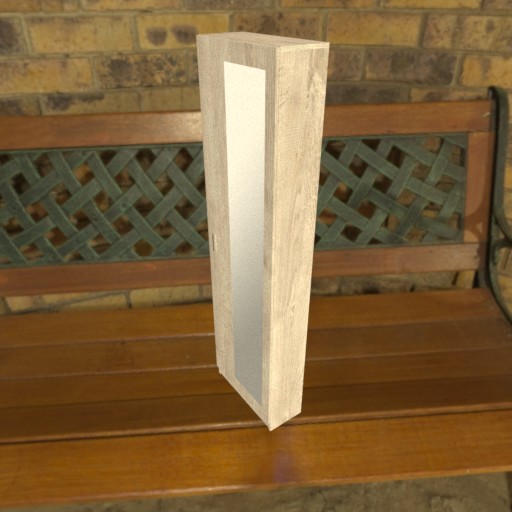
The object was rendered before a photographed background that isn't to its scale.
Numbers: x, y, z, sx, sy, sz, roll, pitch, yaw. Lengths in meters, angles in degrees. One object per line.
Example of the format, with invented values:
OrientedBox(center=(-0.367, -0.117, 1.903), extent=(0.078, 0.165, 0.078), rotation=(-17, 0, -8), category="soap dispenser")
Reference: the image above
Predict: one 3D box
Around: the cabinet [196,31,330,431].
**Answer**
OrientedBox(center=(0.000, 0.000, 2.023), extent=(0.230, 1.790, 0.500), rotation=(-20, 37, -30), category="cabinet")
